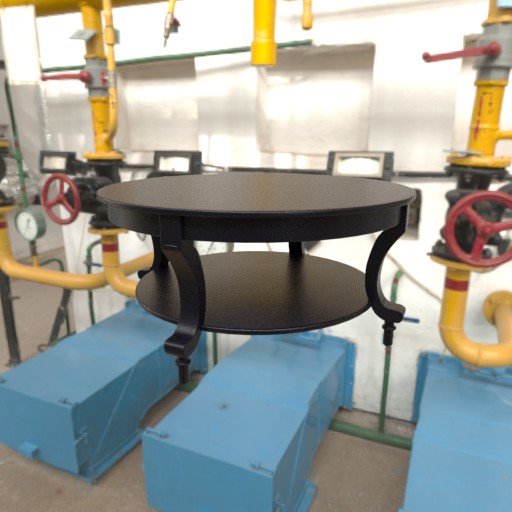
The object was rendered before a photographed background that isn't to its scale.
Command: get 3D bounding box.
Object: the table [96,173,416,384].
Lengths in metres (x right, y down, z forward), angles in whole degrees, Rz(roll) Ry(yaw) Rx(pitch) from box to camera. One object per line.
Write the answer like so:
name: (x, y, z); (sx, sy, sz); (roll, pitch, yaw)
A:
table: (0.000, 0.000, 1.566); (1.029, 0.491, 1.029); (0, 15, 0)
